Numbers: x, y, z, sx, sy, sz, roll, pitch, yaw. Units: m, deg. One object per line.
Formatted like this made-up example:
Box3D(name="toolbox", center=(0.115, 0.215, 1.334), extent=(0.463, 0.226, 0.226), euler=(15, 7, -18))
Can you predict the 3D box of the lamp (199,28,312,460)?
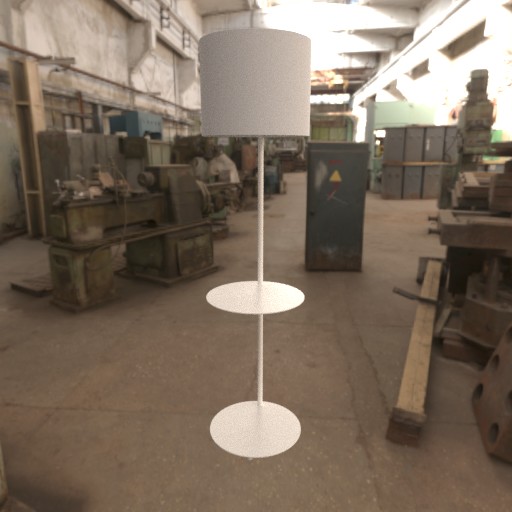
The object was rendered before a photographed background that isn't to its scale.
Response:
Box3D(name="lamp", center=(0.000, 0.000, 1.658), extent=(0.372, 1.465, 0.405), euler=(2, 14, 7))
